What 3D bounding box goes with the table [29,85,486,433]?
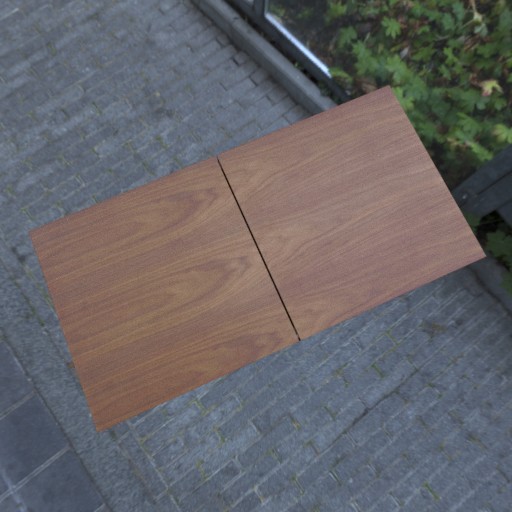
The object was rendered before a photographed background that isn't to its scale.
[{"bbox_3d":[0.000,0.000,1.456,1.194,0.330,0.610,-23,79,-5],"label":"table"}]
